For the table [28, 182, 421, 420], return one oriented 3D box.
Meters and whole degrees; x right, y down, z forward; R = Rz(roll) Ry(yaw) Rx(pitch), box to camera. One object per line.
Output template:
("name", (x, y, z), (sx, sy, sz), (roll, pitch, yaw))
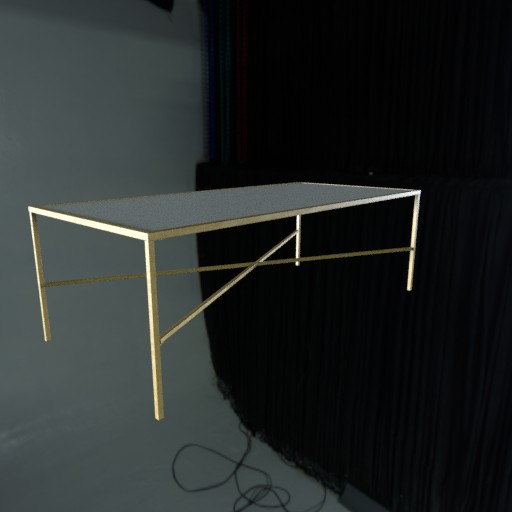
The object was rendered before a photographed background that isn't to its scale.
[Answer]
("table", (0.000, 0.000, 1.496), (0.580, 0.398, 1.206), (13, 19, 42))
